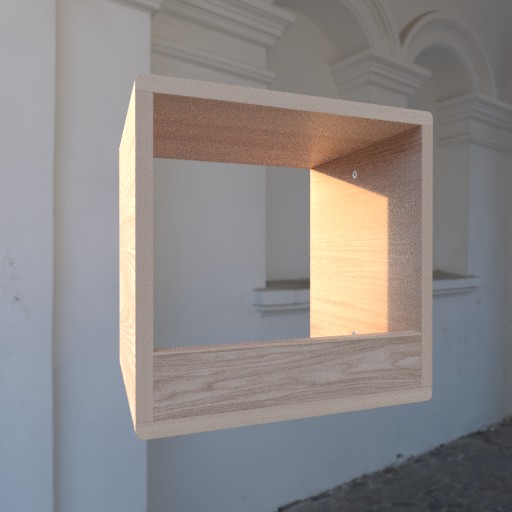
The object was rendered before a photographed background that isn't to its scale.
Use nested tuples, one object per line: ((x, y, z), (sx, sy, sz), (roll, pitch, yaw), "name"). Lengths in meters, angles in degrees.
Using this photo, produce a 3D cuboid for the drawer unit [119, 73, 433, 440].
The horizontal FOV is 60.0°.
((0.000, 0.000, 0.608), (0.344, 0.344, 0.290), (0, 0, -20), "drawer unit")
